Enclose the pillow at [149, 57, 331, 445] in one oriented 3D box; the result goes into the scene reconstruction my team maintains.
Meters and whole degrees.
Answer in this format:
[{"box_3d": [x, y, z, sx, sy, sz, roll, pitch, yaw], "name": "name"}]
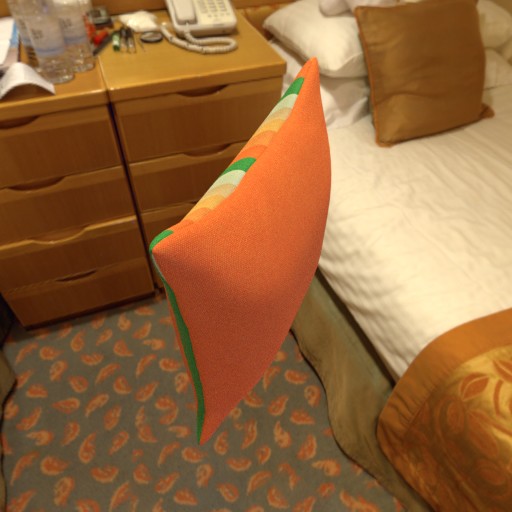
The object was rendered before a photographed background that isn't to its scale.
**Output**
[{"box_3d": [0.000, 0.000, 0.684, 0.169, 0.444, 0.453, 17, 48, 16], "name": "pillow"}]
